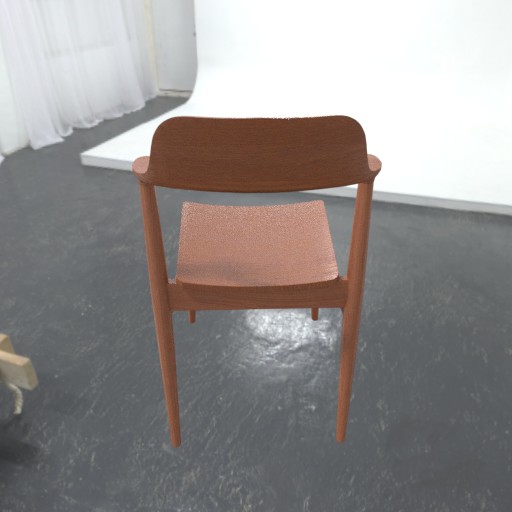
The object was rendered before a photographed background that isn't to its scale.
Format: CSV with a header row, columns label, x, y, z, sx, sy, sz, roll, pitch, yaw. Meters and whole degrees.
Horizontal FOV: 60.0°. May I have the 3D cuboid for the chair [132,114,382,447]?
label,x,y,z,sx,sy,sz,roll,pitch,yaw
chair,0.000,0.000,1.113,0.496,0.801,0.499,-1,31,-2
